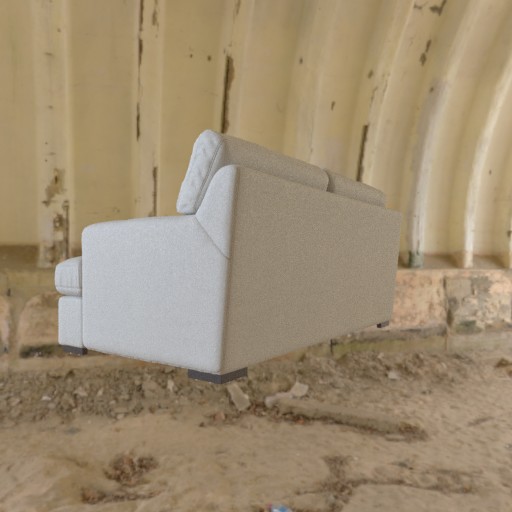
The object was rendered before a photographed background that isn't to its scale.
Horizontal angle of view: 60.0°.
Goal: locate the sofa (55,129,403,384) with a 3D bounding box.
[{"bbox_3d":[0.000,0.000,2.553,1.143,0.940,1.880,0,-1,36],"label":"sofa"}]
